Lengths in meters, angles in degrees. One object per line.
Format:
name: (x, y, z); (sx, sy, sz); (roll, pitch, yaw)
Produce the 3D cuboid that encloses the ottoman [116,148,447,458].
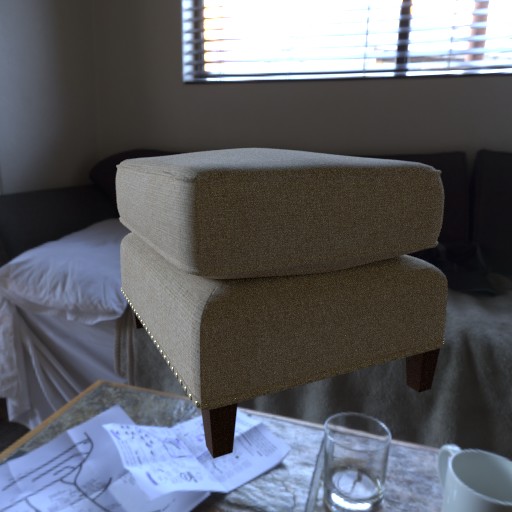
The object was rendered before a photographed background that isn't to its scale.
ottoman: (0.000, 0.000, 1.133); (0.589, 0.537, 0.738); (-7, 15, -26)
